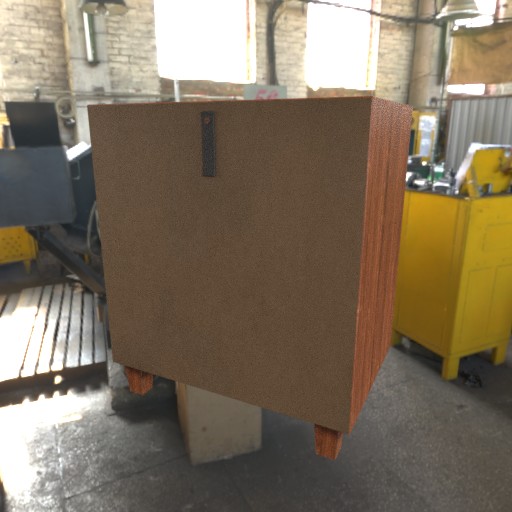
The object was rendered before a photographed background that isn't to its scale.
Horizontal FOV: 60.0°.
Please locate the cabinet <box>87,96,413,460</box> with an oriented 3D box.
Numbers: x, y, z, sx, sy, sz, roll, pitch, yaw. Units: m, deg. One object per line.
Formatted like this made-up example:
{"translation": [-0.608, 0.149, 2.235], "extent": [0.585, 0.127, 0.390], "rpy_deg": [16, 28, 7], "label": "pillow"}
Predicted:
{"translation": [0.000, 0.000, 1.079], "extent": [0.607, 0.695, 0.410], "rpy_deg": [8, 18, 26], "label": "cabinet"}
